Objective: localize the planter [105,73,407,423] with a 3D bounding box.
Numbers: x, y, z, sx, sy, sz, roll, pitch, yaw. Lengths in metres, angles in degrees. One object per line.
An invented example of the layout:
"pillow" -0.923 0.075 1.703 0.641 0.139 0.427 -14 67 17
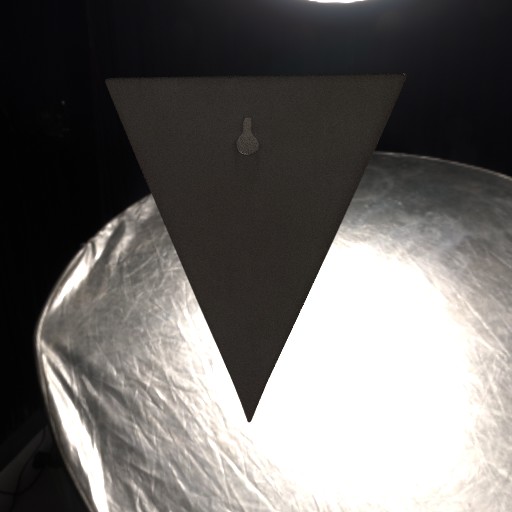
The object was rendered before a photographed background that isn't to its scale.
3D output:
"planter" 0.000 0.000 0.268 0.150 0.197 0.060 3 17 9
